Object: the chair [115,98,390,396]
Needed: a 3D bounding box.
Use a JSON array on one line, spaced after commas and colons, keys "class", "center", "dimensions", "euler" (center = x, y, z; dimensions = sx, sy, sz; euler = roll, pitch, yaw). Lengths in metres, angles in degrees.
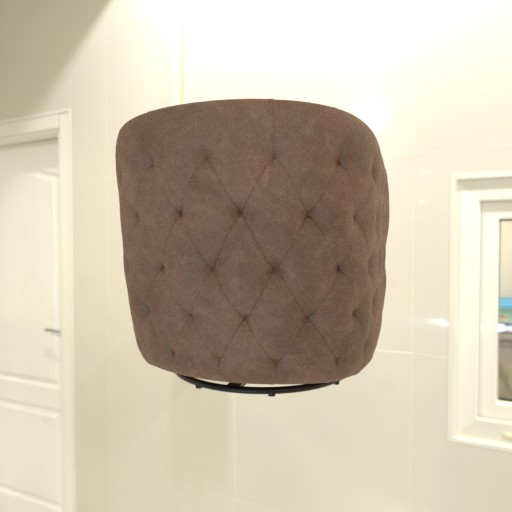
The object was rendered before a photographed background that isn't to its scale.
[{"class": "chair", "center": [0.000, 0.000, 1.503], "dimensions": [0.850, 0.790, 0.870], "euler": [1, 2, 18]}]
